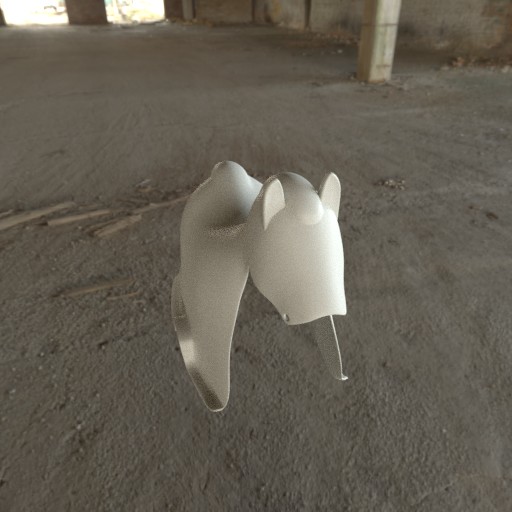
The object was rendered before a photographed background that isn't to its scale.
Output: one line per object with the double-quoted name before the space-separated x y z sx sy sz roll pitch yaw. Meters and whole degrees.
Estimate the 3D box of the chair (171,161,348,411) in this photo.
"chair" 0.000 0.000 1.117 0.429 0.612 0.800 -9 32 -15
